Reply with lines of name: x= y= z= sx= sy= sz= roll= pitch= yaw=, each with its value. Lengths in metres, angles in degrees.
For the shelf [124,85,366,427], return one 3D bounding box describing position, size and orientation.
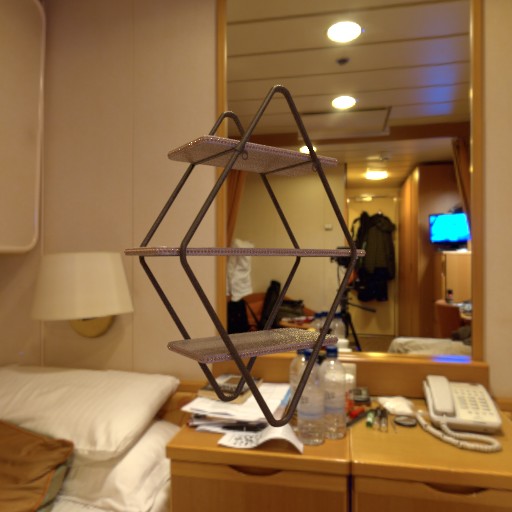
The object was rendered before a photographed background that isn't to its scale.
shelf: x=0.000 y=0.000 z=1.099 sx=0.609 sy=0.774 sz=0.234 roll=0 pitch=0 yaw=-35
